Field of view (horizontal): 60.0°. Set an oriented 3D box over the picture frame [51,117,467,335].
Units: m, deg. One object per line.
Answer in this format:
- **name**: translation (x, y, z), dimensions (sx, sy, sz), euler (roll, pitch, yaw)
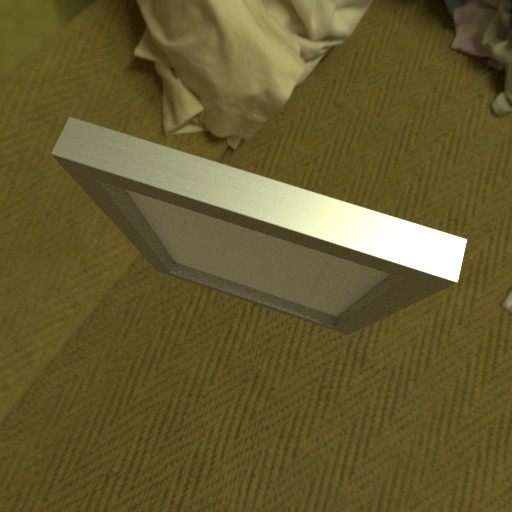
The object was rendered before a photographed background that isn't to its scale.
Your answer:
- **picture frame**: translation (0.000, 0.000, 0.380), dimensions (0.233, 0.282, 0.036), euler (18, 75, 5)
